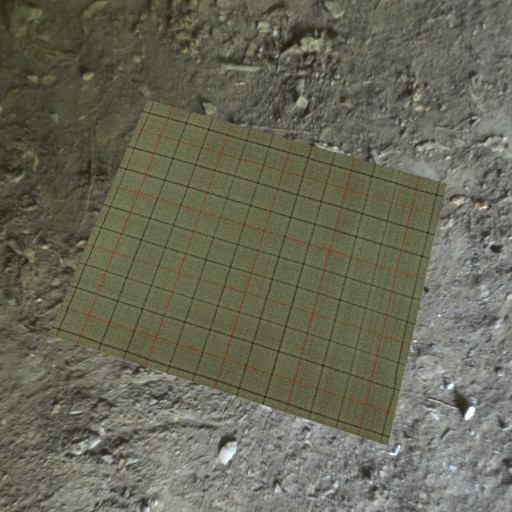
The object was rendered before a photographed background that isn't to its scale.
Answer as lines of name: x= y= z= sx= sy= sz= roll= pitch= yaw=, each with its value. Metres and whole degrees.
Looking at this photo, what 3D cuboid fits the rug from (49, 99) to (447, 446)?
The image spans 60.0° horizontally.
rug: x=0.000 y=0.000 z=4.053 sx=3.048 sy=0.012 sz=2.444 roll=17 pitch=77 yaw=4
